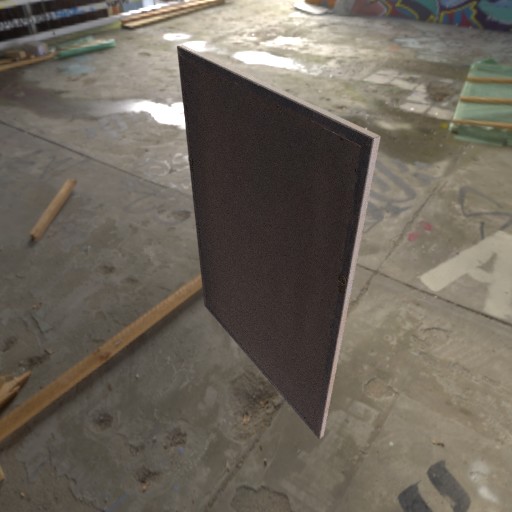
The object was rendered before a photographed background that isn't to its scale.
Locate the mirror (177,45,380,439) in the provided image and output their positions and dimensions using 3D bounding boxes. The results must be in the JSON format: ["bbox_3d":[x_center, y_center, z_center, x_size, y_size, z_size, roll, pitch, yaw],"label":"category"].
[{"bbox_3d":[0.000,0.000,1.287,0.025,0.996,0.705,-24,45,-27],"label":"mirror"}]
